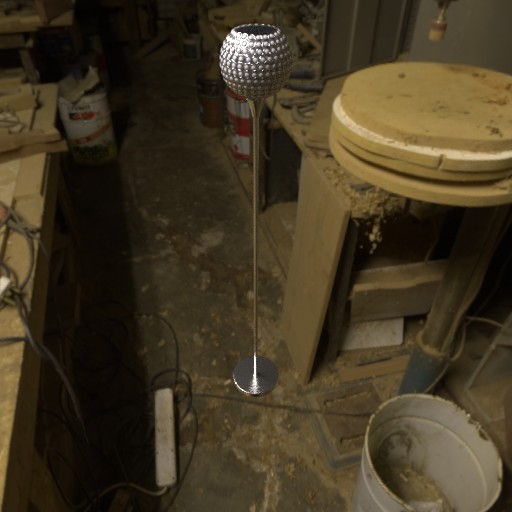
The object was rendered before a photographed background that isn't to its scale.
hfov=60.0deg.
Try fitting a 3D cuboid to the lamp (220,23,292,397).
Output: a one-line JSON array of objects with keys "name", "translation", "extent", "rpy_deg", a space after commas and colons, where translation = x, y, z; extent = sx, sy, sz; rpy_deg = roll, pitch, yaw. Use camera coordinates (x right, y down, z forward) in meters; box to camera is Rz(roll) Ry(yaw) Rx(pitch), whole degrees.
[{"name": "lamp", "translation": [0.000, 0.000, 1.925], "extent": [0.254, 1.805, 0.254], "rpy_deg": [0, 40, 0]}]
